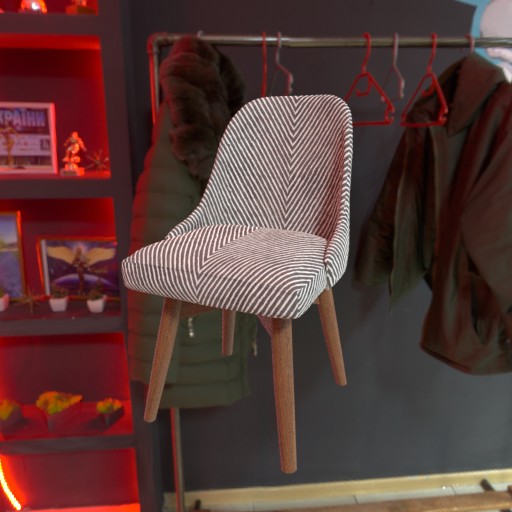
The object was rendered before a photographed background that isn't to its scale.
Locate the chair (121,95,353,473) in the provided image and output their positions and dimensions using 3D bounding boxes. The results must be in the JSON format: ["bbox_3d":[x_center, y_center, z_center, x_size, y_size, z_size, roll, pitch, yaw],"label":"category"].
[{"bbox_3d":[0.000,0.000,1.244,0.504,0.883,0.591,8,18,26],"label":"chair"}]
